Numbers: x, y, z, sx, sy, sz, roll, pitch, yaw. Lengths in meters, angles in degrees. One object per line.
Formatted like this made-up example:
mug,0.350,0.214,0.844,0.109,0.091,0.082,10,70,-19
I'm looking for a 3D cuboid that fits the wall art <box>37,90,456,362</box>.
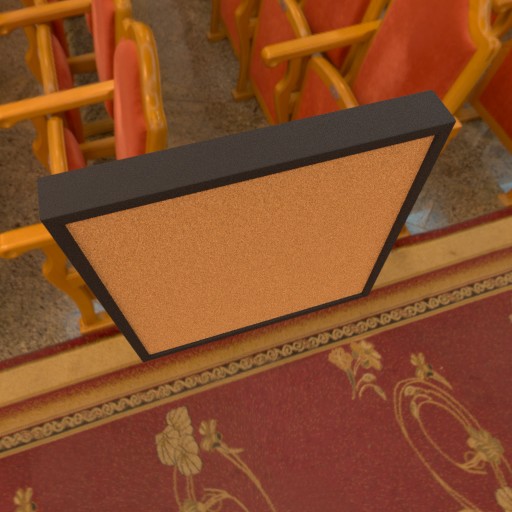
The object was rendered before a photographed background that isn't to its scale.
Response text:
wall art,0.000,0.000,0.449,0.305,0.305,0.037,-15,61,-9
